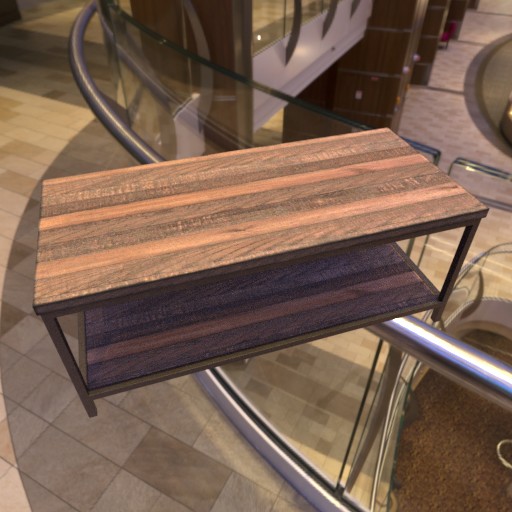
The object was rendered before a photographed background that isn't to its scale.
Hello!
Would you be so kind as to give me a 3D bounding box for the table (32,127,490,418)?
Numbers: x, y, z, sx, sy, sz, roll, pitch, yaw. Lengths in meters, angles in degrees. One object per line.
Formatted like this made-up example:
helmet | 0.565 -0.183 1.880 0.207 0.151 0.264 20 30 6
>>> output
table | 0.000 0.000 1.202 0.990 0.399 0.452 -12 42 -13
